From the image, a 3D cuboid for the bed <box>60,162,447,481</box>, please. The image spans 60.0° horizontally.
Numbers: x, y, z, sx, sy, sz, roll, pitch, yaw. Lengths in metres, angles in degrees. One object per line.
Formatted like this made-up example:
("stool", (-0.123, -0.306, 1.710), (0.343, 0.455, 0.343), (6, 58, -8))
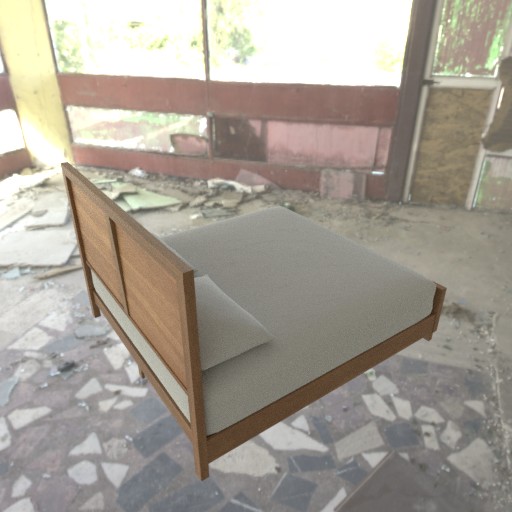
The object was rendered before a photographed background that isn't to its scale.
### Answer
("bed", (0.000, 0.000, 3.493), (2.184, 1.387, 2.003), (-19, 33, -31))
